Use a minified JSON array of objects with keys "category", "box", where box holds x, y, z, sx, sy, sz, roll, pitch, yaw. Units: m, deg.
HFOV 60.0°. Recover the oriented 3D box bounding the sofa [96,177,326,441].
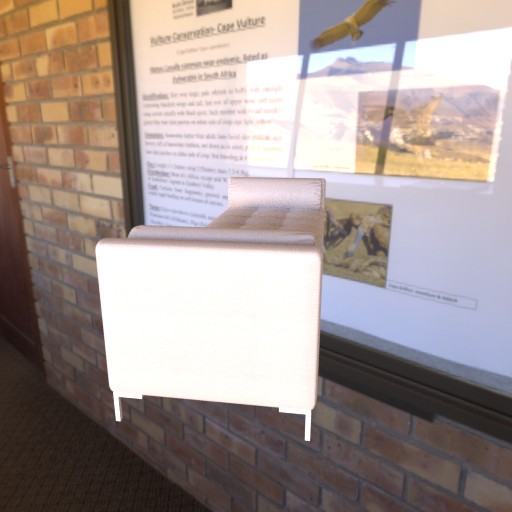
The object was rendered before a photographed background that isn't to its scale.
[{"category":"sofa","box":[0.000,0.000,2.300,0.686,0.635,1.981,2,16,9]}]
